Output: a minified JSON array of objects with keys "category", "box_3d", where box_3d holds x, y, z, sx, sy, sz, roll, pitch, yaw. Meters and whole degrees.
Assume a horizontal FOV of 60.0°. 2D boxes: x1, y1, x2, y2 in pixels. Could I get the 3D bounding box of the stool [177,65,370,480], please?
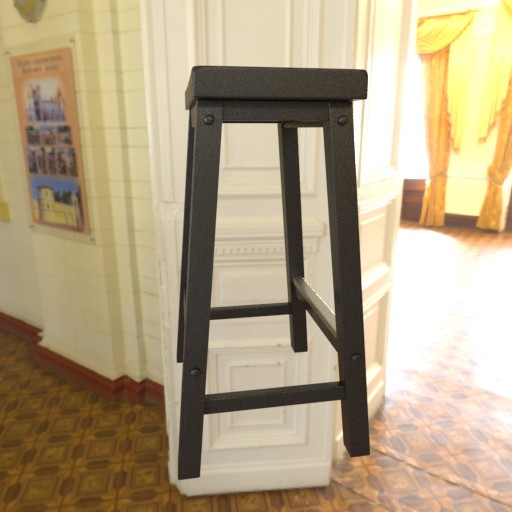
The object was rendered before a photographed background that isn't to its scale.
[{"category":"stool","box_3d":[0.000,0.000,0.834,0.322,0.610,0.406,-3,16,-10]}]
